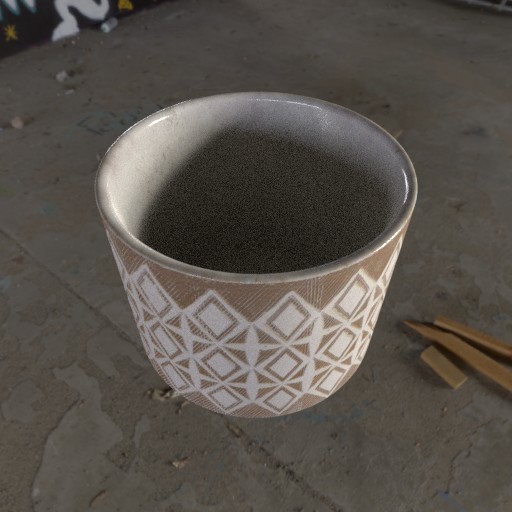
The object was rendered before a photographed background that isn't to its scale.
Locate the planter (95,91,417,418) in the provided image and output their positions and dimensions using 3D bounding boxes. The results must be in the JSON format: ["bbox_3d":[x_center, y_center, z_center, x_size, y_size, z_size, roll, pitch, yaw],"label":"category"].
[{"bbox_3d":[0.000,0.000,0.332,0.193,0.165,0.193,0,46,0],"label":"planter"}]
